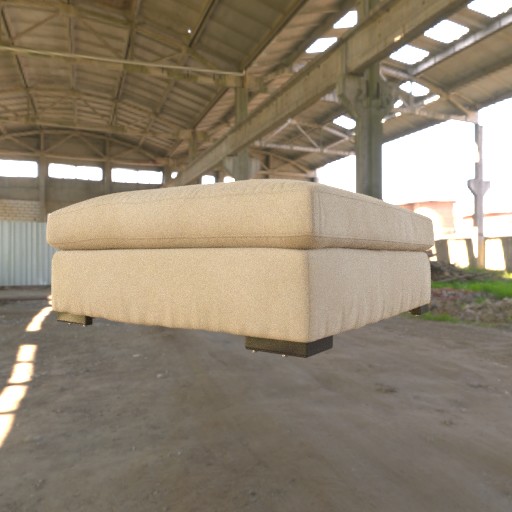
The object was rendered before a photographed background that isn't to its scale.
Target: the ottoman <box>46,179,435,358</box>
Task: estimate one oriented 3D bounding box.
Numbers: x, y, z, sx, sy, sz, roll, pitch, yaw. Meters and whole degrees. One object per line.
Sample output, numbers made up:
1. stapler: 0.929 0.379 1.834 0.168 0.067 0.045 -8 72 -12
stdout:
1. ottoman: 0.000 0.000 1.871 1.190 0.522 1.205 0 0 35
